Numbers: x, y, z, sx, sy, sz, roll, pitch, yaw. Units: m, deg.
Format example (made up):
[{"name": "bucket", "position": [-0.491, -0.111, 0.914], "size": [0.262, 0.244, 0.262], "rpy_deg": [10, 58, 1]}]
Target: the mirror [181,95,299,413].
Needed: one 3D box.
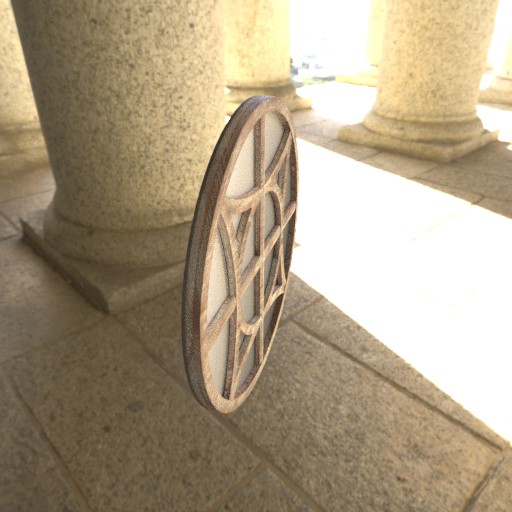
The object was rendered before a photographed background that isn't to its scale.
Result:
[{"name": "mirror", "position": [0.000, 0.000, 1.044], "size": [0.038, 0.710, 0.710], "rpy_deg": [9, 31, 16]}]
